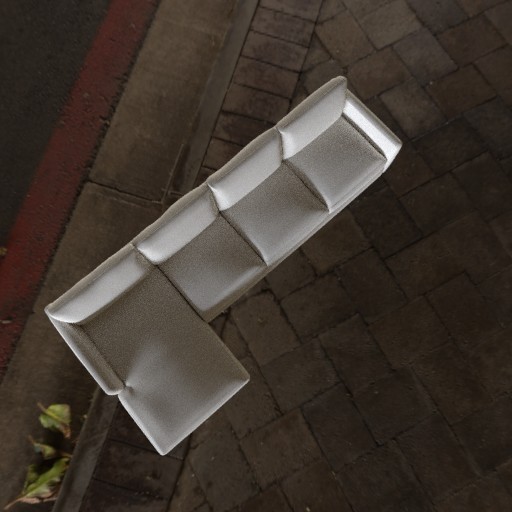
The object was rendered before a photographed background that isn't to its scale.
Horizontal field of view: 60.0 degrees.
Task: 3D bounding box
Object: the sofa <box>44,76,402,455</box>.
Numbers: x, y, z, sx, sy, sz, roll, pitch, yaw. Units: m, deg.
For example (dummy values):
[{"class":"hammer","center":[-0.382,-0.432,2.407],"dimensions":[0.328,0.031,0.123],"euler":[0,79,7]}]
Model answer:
[{"class":"sofa","center":[0.000,0.000,3.752],"dimensions":[3.186,0.875,1.467],"euler":[-40,80,-9]}]
